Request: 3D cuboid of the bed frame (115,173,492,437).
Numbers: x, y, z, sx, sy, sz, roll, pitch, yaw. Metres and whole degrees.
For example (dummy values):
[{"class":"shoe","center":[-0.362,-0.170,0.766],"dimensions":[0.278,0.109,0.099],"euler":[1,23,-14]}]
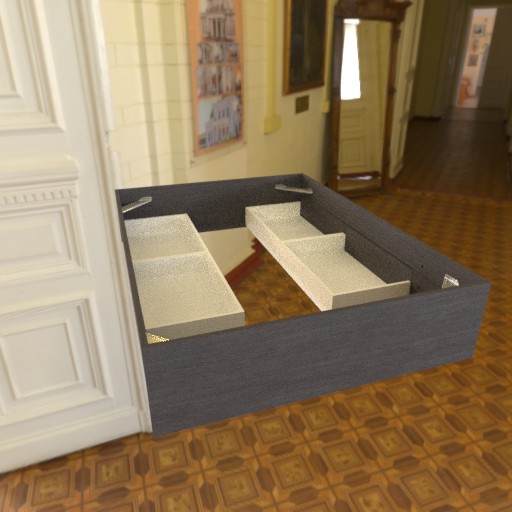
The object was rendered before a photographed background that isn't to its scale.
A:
[{"class":"bed frame","center":[0.000,0.000,2.582],"dimensions":[1.448,0.459,1.944],"euler":[-8,26,-17]}]
